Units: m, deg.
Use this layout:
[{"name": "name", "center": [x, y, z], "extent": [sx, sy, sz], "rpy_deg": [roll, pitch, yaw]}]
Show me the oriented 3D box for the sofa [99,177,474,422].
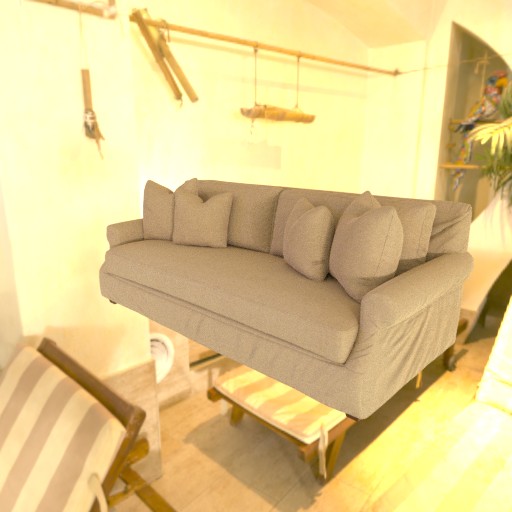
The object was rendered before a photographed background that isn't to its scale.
[{"name": "sofa", "center": [0.000, 0.000, 2.774], "extent": [2.285, 0.904, 1.067], "rpy_deg": [14, 20, 42]}]
